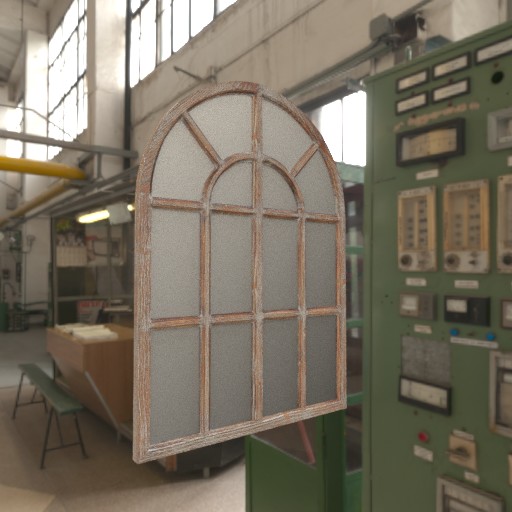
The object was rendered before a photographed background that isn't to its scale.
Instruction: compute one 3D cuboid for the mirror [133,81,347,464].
[{"bbox_3d":[0.000,0.000,1.185,0.660,0.920,0.032,1,-2,-36],"label":"mirror"}]
